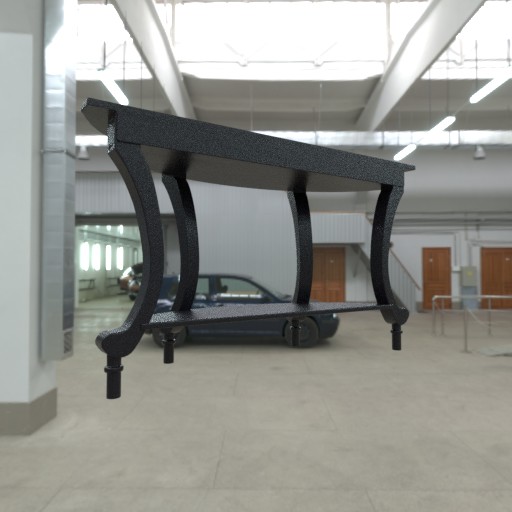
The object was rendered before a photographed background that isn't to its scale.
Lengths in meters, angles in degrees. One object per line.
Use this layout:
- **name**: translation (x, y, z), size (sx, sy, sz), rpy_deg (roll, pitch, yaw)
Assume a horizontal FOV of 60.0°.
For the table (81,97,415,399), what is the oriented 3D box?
- **table**: translation (0.000, 0.000, 1.493), size (1.198, 0.692, 0.394), rpy_deg (1, -2, -35)
